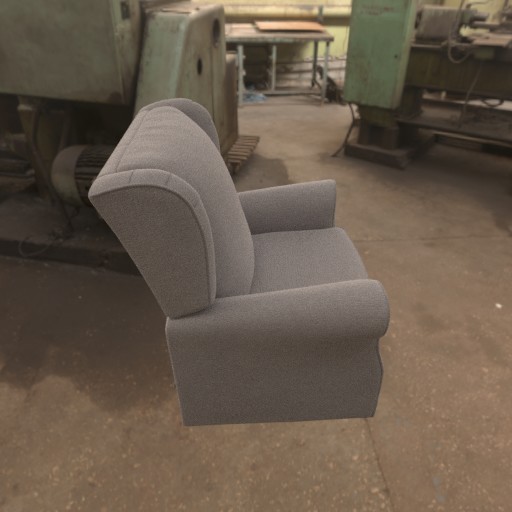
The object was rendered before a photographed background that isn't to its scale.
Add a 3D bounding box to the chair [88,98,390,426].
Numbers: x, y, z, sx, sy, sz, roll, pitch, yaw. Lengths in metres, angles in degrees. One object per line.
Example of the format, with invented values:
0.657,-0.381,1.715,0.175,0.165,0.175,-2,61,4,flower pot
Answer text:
0.000,0.000,1.643,0.854,0.966,0.906,-1,33,-2,chair
